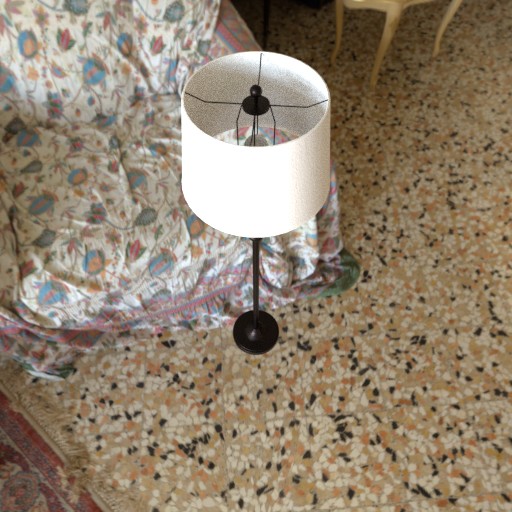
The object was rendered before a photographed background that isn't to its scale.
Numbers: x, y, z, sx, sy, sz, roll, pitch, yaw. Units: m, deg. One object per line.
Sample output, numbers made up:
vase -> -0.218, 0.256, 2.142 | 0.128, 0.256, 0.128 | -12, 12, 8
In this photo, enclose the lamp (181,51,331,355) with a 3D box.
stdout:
lamp -> 0.000, 0.000, 1.658 | 0.431, 1.484, 0.431 | 0, 58, 0
